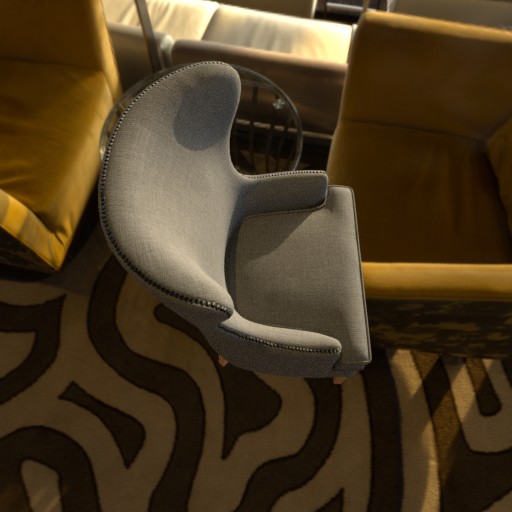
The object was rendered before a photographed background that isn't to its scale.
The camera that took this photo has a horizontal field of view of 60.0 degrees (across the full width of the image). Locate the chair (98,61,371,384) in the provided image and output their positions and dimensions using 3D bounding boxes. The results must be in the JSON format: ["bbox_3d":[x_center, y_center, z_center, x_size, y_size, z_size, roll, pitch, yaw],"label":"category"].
[{"bbox_3d":[0.000,0.000,1.769,0.883,1.176,0.864,0,64,0],"label":"chair"}]
